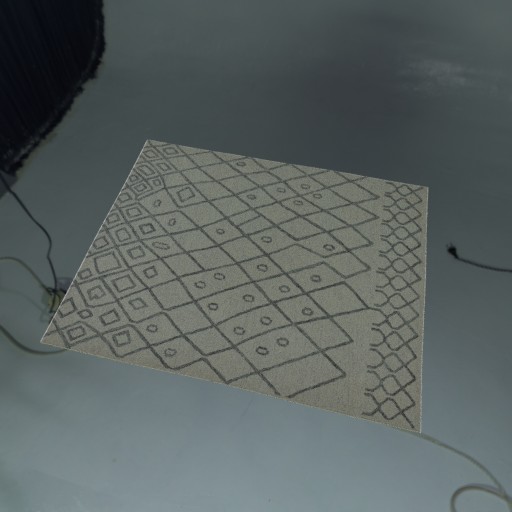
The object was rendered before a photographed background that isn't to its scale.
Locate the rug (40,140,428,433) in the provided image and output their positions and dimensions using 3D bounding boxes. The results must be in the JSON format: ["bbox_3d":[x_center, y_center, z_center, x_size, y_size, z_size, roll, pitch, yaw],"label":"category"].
[{"bbox_3d":[0.000,0.000,4.071,3.046,0.015,2.446,11,58,7],"label":"rug"}]
